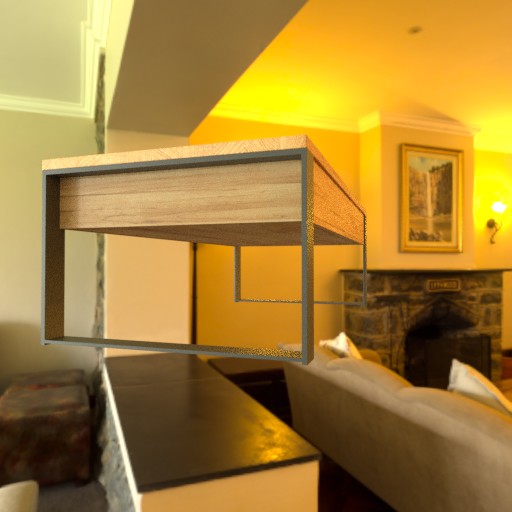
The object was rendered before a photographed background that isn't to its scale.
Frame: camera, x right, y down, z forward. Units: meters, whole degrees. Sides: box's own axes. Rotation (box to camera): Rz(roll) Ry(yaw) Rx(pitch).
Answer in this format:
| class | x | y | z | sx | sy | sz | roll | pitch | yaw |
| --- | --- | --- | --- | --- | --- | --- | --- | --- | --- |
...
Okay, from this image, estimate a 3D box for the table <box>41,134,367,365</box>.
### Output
| class | x | y | z | sx | sy | sz | roll | pitch | yaw |
| --- | --- | --- | --- | --- | --- | --- | --- | --- | --- |
| table | 0.000 | 0.000 | 1.419 | 0.590 | 0.400 | 1.180 | 0 | -1 | 19 |
